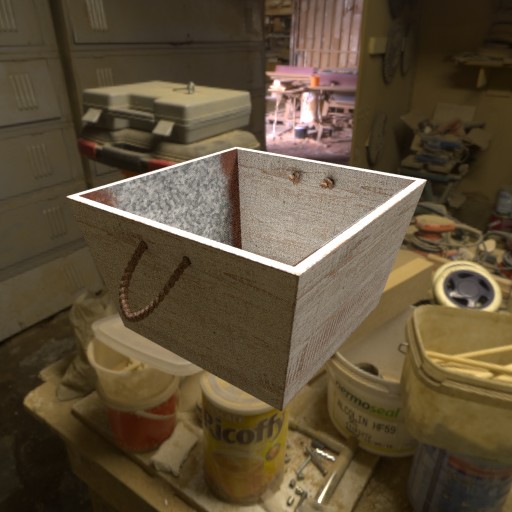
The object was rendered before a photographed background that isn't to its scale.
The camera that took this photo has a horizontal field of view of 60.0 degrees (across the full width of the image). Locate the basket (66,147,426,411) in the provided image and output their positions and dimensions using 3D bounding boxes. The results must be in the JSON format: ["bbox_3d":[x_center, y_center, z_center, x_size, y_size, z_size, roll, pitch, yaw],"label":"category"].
[{"bbox_3d":[0.000,0.000,0.765,0.413,0.247,0.545,18,32,32],"label":"basket"}]
